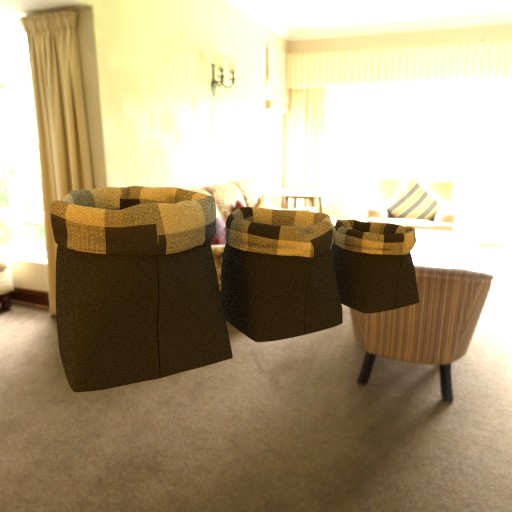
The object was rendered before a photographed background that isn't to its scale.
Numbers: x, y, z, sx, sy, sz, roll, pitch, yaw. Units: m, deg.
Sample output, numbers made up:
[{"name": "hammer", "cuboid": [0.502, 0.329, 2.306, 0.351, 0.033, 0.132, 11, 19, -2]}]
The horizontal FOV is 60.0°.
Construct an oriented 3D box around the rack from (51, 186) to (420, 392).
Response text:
[{"name": "rack", "cuboid": [0.000, 0.000, 1.052, 0.889, 0.329, 0.370, -8, 17, -26]}]
